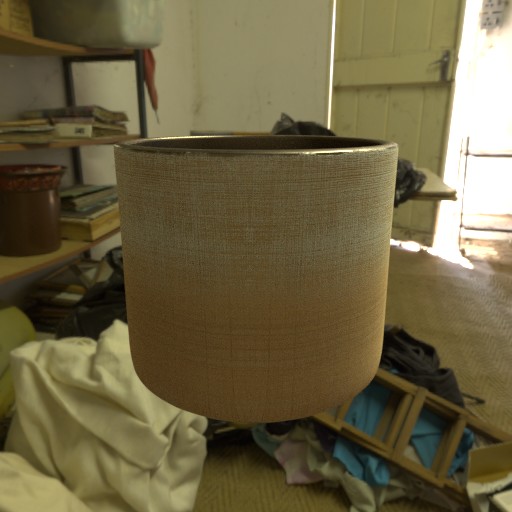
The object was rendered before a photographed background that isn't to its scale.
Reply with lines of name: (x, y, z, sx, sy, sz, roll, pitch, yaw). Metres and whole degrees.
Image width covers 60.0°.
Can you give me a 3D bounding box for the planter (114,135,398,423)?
planter: (0.000, 0.000, 0.437, 0.254, 0.221, 0.254, 0, 18, 0)
